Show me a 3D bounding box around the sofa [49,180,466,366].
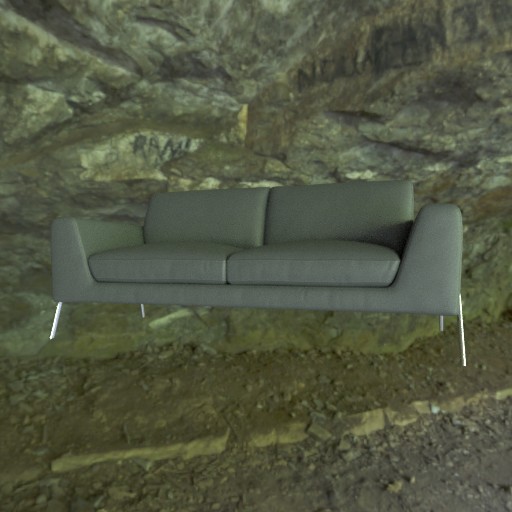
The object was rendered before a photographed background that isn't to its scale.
[{"bbox_3d":[0.000,0.000,2.483,2.017,0.875,0.953,0,0,18],"label":"sofa"}]
